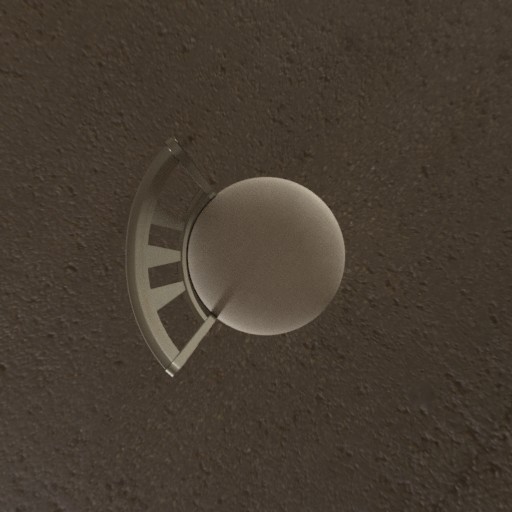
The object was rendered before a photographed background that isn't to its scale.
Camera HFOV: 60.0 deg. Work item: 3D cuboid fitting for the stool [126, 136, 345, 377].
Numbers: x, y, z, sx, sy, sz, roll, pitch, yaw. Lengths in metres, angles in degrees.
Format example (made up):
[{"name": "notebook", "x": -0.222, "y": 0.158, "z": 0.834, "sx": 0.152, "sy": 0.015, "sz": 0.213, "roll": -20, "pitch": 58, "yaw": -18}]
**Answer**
[{"name": "stool", "x": 0.000, "y": 0.000, "z": 1.306, "sx": 0.475, "sy": 1.042, "sz": 0.436, "roll": 0, "pitch": 90, "yaw": 0}]
